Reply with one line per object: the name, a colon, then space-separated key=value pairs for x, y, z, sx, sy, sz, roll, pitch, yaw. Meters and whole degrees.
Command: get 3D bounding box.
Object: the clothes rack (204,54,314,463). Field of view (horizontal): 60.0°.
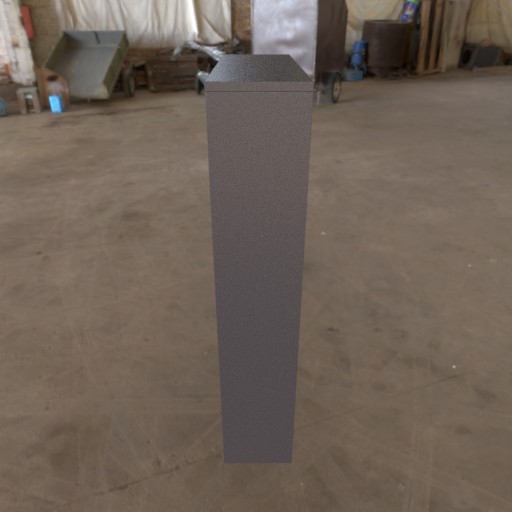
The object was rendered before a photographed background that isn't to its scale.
clothes rack: x=0.000 y=0.000 z=1.607 sx=0.250 sy=1.280 sz=0.750 roll=0 pitch=29 yaw=0
